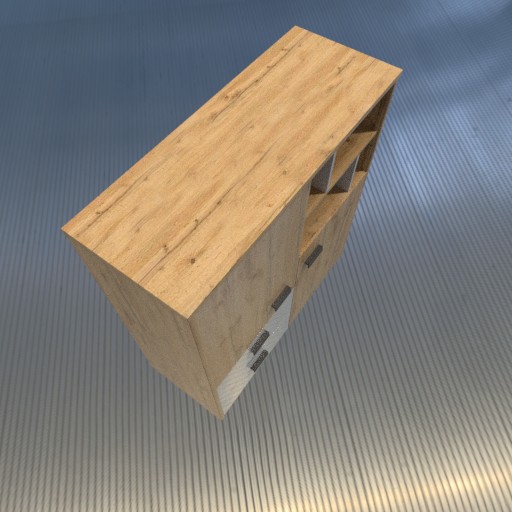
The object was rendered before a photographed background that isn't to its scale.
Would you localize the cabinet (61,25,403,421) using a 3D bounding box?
[{"bbox_3d":[0.000,0.000,1.982,0.473,1.397,1.168,32,64,18],"label":"cabinet"}]
